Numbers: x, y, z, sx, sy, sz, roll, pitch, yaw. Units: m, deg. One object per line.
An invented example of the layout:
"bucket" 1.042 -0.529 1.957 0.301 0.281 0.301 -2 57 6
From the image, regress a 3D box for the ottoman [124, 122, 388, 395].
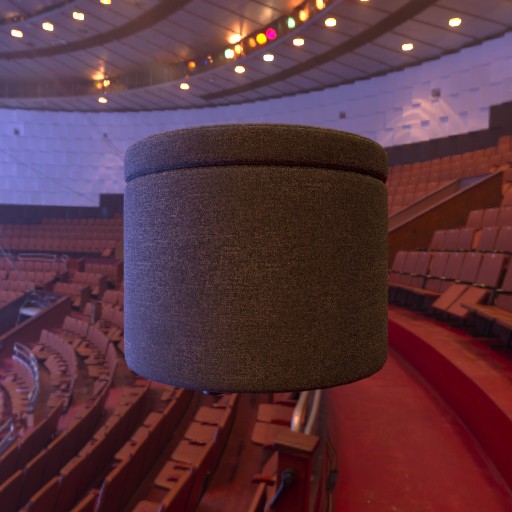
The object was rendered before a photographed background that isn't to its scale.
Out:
"ottoman" 0.000 0.000 0.876 0.500 0.419 0.500 0 1 0
